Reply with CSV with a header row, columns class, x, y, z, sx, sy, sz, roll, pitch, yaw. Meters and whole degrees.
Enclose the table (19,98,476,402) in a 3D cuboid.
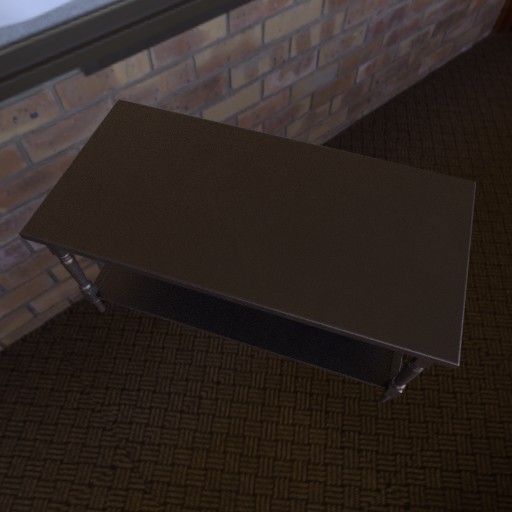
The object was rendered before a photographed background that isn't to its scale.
class,x,y,z,sx,sy,sz,roll,pitch,yaw
table,0.000,0.000,1.400,1.107,0.510,0.550,16,60,9
